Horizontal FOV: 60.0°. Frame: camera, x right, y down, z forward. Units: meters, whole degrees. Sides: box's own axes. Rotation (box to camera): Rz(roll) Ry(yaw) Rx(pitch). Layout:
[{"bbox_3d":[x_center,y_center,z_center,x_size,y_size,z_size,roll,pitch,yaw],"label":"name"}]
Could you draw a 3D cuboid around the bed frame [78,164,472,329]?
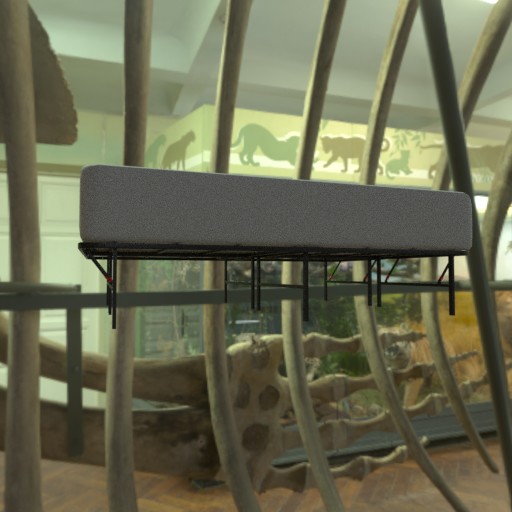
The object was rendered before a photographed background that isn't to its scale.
[{"bbox_3d":[0.000,0.000,2.803,2.037,0.677,1.528,1,-2,-20],"label":"bed frame"}]
